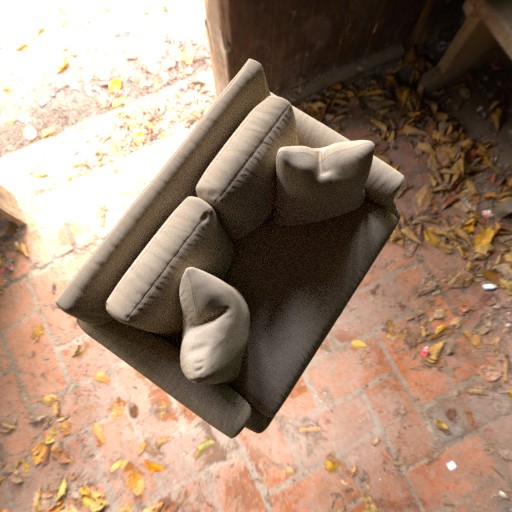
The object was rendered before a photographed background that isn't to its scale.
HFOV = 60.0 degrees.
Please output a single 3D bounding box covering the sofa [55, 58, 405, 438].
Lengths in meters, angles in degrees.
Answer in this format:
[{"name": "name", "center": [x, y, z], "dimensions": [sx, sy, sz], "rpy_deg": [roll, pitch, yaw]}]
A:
[{"name": "sofa", "center": [0.000, 0.000, 2.236], "dimensions": [1.070, 0.905, 1.550], "rpy_deg": [34, 78, 8]}]
